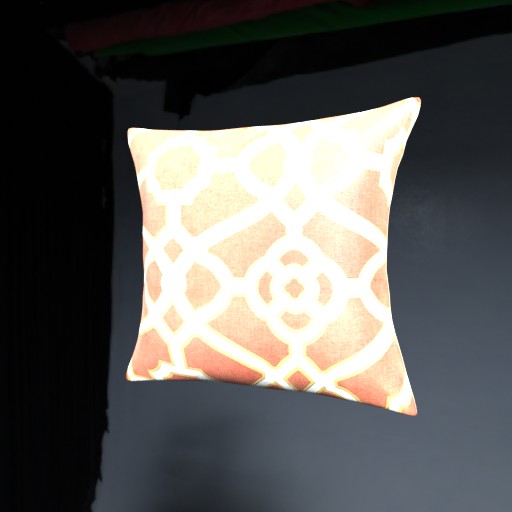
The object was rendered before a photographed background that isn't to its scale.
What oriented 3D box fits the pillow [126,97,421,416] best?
[{"bbox_3d":[0.000,0.000,0.799,0.552,0.508,0.166,1,2,20],"label":"pillow"}]
